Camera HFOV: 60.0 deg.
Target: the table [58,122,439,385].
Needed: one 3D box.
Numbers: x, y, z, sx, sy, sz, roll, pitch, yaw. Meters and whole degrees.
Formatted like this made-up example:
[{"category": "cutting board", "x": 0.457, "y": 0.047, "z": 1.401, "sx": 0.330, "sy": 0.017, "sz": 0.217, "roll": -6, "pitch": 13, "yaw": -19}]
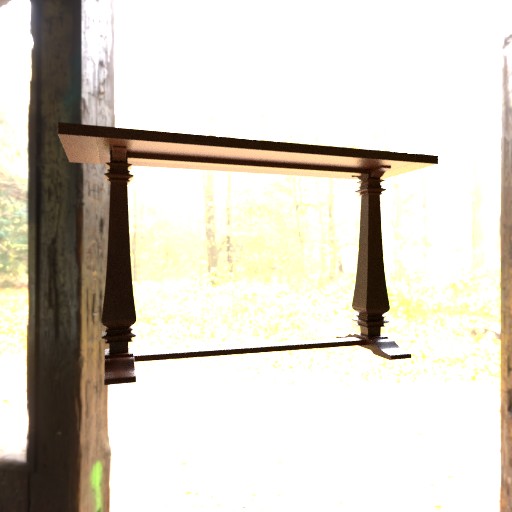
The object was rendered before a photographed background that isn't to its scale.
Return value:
[{"category": "table", "x": 0.000, "y": 0.000, "z": 1.857, "sx": 1.478, "sy": 0.852, "sz": 0.461, "roll": 0, "pitch": 0, "yaw": -18}]
